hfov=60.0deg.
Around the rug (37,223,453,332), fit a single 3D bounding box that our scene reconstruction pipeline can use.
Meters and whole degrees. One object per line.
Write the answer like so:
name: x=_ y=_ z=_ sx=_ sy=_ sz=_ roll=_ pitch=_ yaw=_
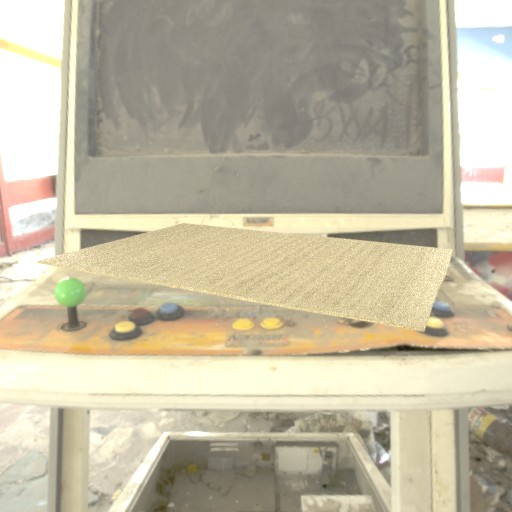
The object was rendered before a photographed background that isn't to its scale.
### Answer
rug: x=0.000 y=0.000 z=2.916 sx=2.297 sy=0.018 sz=1.532 roll=7 pitch=16 yaw=26
